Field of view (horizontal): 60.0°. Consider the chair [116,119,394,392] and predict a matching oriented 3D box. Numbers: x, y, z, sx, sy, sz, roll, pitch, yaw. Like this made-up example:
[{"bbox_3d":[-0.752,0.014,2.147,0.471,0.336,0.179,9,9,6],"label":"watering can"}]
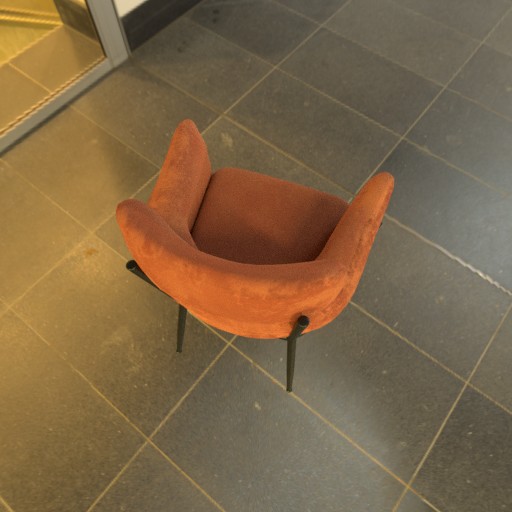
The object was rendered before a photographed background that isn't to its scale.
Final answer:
[{"bbox_3d":[0.000,0.000,1.136,0.561,0.772,0.523,17,65,8],"label":"chair"}]
